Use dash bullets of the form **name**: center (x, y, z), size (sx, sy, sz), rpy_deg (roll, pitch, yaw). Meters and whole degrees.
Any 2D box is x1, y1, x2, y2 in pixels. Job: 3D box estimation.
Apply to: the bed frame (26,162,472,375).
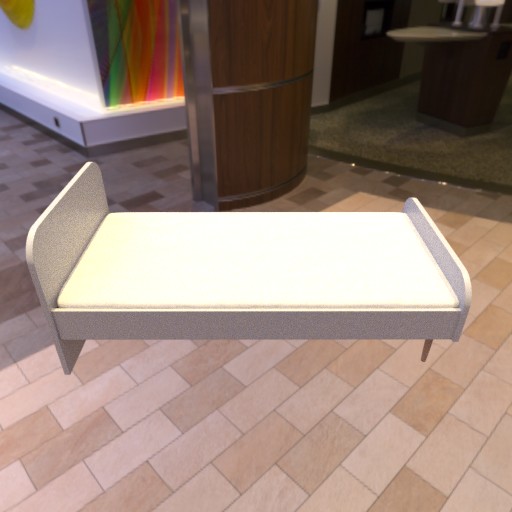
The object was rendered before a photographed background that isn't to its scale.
- **bed frame**: center (0.000, 0.000, 2.472), size (1.963, 0.805, 0.998), rpy_deg (0, 33, 0)
